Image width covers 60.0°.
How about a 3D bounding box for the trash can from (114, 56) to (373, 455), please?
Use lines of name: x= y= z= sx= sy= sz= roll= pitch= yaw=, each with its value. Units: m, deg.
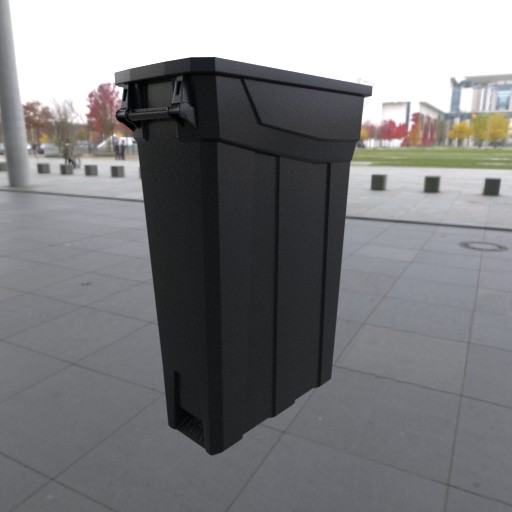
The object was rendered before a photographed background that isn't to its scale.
trash can: x=0.000 y=0.000 z=1.029 sx=0.281 sy=0.762 sz=0.559 roll=13 pitch=19 yaw=41
